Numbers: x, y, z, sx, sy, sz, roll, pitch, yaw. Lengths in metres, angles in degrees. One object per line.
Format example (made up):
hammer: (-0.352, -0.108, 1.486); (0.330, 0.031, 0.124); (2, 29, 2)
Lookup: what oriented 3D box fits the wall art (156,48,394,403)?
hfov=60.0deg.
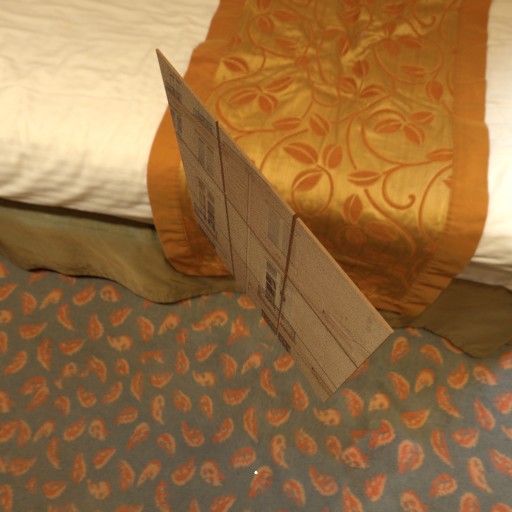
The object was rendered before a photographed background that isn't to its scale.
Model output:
wall art: (0.000, 0.000, 2.331); (0.023, 1.522, 1.526); (-31, 68, -14)
